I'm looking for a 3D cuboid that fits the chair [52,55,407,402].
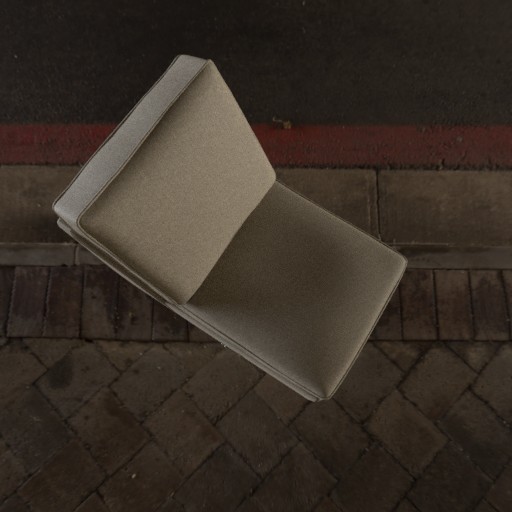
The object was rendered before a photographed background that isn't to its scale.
[{"bbox_3d":[0.000,0.000,1.673,1.020,1.058,0.674,32,76,9],"label":"chair"}]
